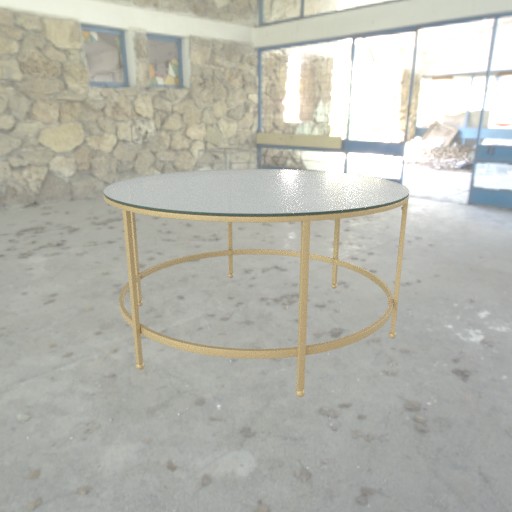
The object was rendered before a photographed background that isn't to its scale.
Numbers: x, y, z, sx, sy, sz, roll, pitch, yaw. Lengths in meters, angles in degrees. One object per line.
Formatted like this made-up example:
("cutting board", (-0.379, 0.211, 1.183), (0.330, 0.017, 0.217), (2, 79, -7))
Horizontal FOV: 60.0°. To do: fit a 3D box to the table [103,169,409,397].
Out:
("table", (0.000, 0.000, 1.458), (0.914, 0.470, 0.914), (0, 17, 0))
